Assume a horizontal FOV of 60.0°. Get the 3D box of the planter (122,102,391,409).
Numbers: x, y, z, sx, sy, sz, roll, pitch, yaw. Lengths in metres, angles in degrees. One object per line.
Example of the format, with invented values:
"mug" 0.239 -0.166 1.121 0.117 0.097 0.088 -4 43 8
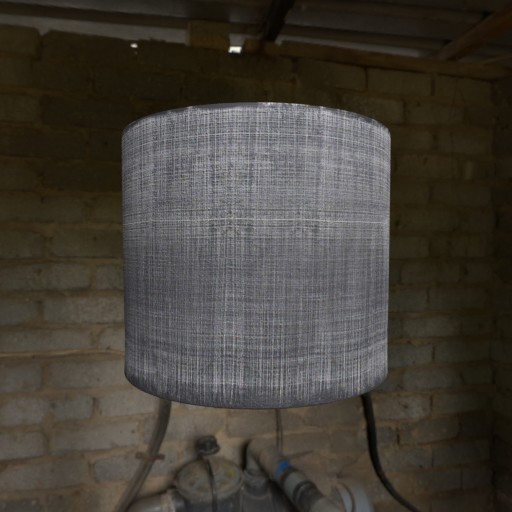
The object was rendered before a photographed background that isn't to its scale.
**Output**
"planter" 0.000 0.000 0.440 0.254 0.221 0.254 0 1 0
